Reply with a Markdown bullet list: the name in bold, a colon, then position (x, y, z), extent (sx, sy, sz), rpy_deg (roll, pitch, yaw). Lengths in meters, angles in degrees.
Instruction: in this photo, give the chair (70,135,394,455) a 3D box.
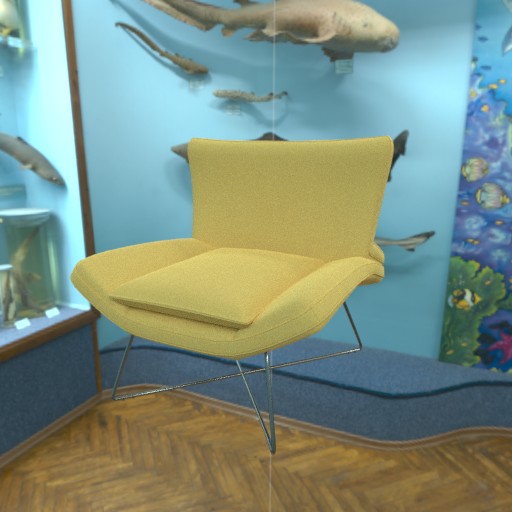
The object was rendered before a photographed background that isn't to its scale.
- **chair**: position (0.000, 0.000, 1.632), extent (0.859, 0.855, 1.008), rpy_deg (7, 16, 26)
